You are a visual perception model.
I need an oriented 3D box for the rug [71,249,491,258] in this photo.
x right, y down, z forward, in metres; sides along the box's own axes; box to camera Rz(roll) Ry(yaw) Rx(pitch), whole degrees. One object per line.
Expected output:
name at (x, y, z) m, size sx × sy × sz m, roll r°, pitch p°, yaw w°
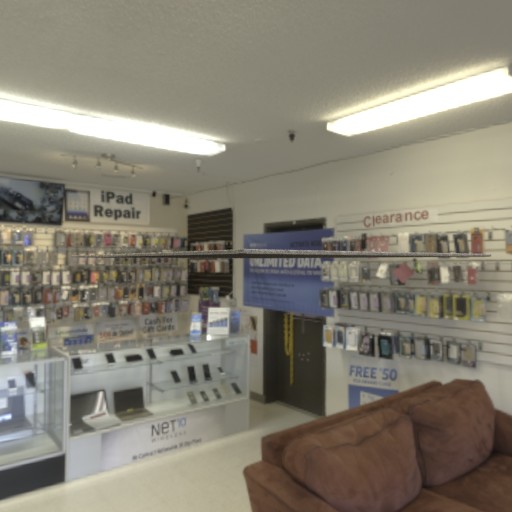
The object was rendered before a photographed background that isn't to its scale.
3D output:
rug at (0.000, 0.000, 4.022) m, size 2.449 × 0.025 × 3.049 m, roll 0°, pitch -1°, yaw -37°
